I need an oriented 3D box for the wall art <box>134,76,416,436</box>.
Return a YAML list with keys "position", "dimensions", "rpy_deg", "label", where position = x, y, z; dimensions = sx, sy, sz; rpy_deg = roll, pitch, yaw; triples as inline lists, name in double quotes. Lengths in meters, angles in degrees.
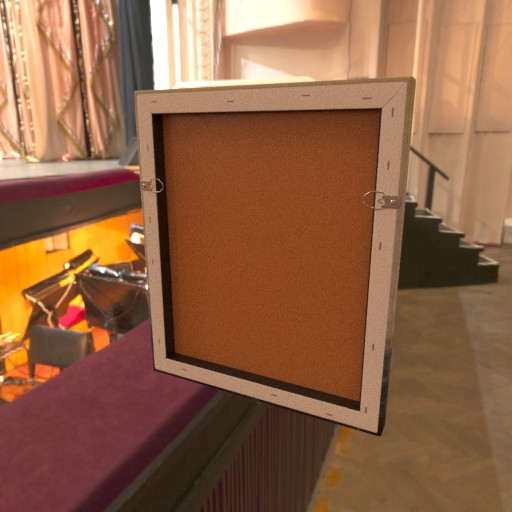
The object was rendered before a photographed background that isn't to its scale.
- position: [0.000, 0.000, 0.983]
  dimensions: [0.608, 0.710, 0.041]
  rpy_deg: [8, 17, 26]
  label: "wall art"
